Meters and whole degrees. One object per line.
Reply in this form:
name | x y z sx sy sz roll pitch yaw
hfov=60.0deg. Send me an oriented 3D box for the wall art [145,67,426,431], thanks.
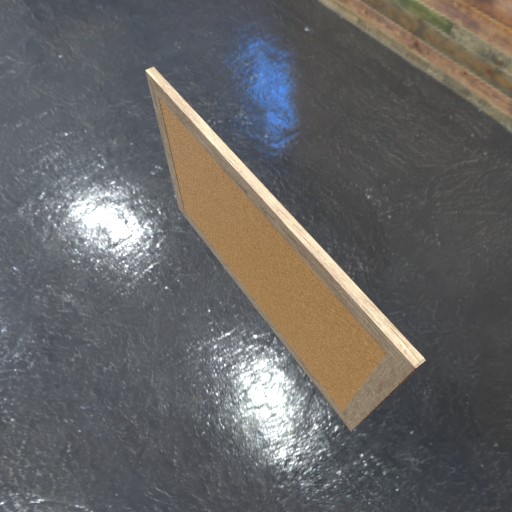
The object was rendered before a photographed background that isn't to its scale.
wall art | 0.000 0.000 0.975 0.021 0.480 0.780 -31 64 -17
